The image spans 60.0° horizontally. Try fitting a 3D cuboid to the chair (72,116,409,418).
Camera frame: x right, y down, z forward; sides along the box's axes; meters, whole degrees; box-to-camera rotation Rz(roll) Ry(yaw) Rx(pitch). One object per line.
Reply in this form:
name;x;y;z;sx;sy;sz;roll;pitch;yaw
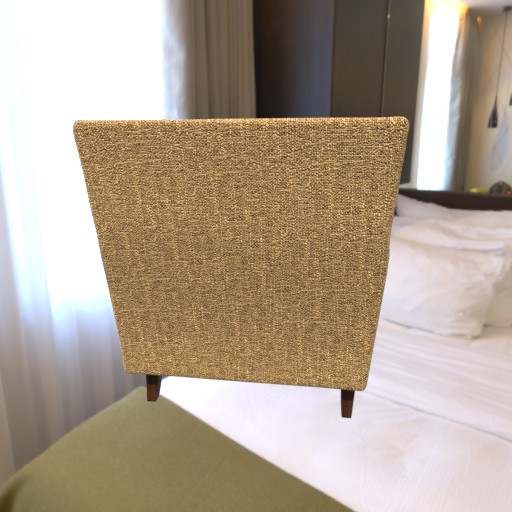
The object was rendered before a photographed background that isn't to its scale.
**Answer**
chair;0.000;0.000;1.628;0.864;0.928;0.873;2;14;8
